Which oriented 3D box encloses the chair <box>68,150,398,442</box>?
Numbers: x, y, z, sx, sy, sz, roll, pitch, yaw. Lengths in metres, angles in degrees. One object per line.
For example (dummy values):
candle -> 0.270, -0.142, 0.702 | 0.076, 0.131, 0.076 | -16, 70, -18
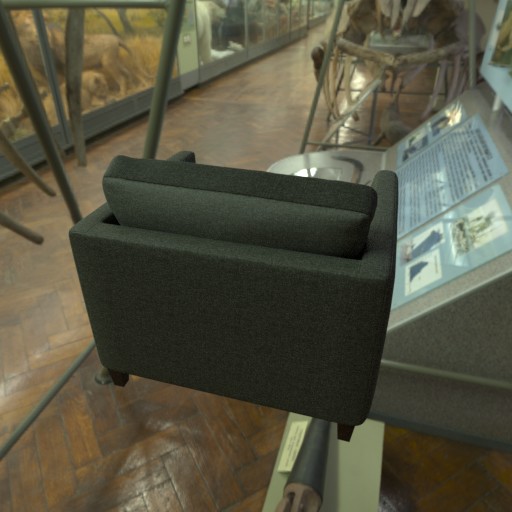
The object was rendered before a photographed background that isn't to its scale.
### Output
chair -> 0.000, 0.000, 1.896 | 1.107, 0.963, 0.959 | 9, 32, 14
